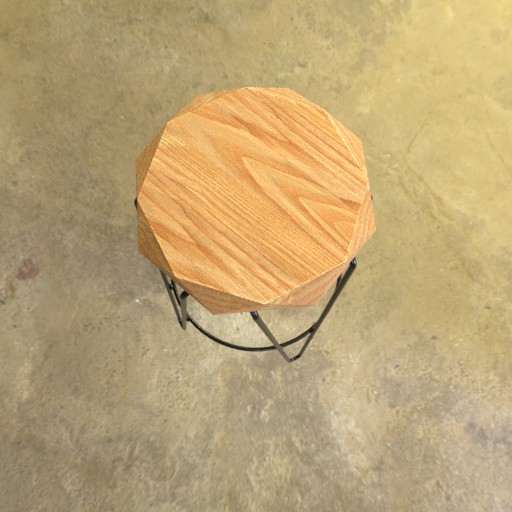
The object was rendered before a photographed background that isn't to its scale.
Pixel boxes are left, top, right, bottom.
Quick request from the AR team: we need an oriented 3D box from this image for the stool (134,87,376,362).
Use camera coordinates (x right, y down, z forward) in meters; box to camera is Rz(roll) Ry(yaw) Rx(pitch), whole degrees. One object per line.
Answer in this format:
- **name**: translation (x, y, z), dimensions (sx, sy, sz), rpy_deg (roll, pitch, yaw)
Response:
- **stool**: translation (0.000, 0.000, 0.779), dimensions (0.326, 0.610, 0.326), rpy_deg (17, 77, 4)
